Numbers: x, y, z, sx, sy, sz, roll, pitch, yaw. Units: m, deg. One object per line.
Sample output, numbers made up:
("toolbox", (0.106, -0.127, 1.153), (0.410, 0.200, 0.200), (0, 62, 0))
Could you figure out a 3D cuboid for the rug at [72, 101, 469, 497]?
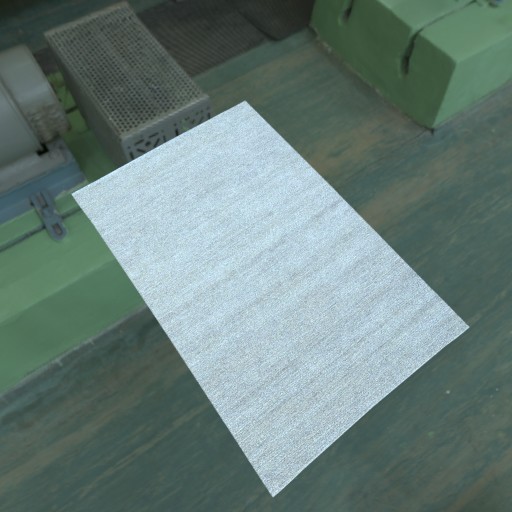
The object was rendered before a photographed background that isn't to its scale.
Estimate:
("rug", (0.000, 0.000, 2.259), (1.179, 0.022, 1.820), (-33, 68, -15))
